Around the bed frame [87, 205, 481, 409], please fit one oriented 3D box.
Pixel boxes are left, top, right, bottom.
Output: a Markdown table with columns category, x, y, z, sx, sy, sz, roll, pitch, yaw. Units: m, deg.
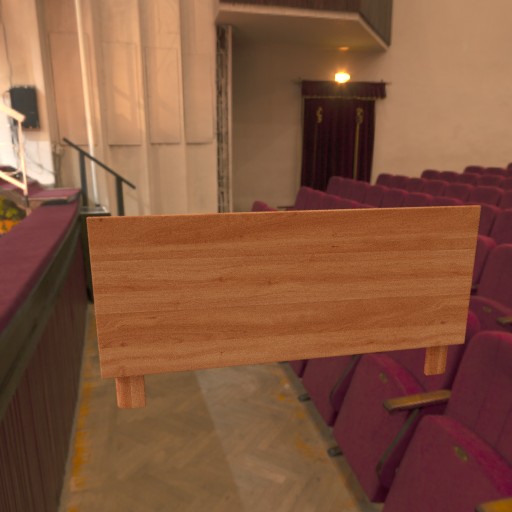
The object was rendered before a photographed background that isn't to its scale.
| category | x | y | z | sx | sy | sz | roll | pitch | yaw |
| --- | --- | --- | --- | --- | --- | --- | --- | --- | --- |
| bed frame | 0.000 | 0.000 | 3.140 | 1.872 | 0.940 | 2.092 | -3 | 14 | -11 |
